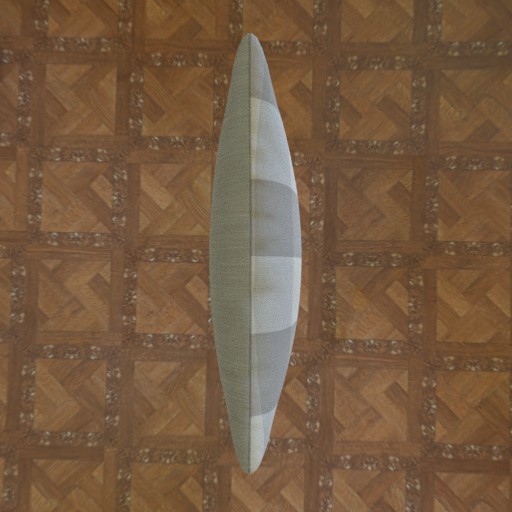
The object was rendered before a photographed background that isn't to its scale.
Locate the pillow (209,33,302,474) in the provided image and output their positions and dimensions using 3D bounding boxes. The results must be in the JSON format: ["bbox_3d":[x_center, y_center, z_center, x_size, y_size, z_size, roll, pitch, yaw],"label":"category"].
[{"bbox_3d":[0.000,0.000,0.762,0.161,0.509,0.511,0,89,2],"label":"pillow"}]
